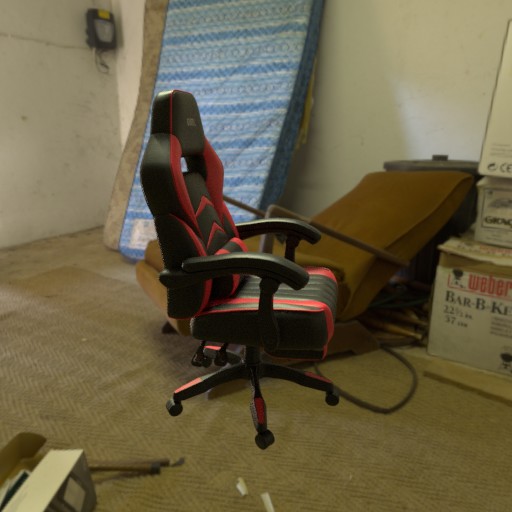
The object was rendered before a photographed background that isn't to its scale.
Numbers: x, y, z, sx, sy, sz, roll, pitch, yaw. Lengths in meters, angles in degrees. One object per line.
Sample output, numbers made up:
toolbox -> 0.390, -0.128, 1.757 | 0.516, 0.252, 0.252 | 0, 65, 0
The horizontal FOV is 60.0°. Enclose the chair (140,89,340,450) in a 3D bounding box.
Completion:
chair -> 0.000, 0.000, 1.731 | 0.700, 1.220, 0.700 | 3, 16, 11
